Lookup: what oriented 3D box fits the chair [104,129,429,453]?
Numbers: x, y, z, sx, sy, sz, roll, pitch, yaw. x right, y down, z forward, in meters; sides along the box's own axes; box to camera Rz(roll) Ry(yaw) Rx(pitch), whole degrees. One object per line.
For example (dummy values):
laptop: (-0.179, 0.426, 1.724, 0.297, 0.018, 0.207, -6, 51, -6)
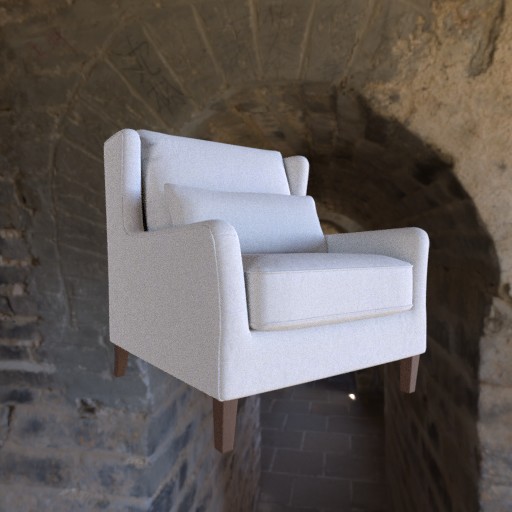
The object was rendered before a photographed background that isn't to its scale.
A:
chair: (0.000, 0.000, 1.822, 0.982, 1.056, 1.040, -1, 2, -36)
